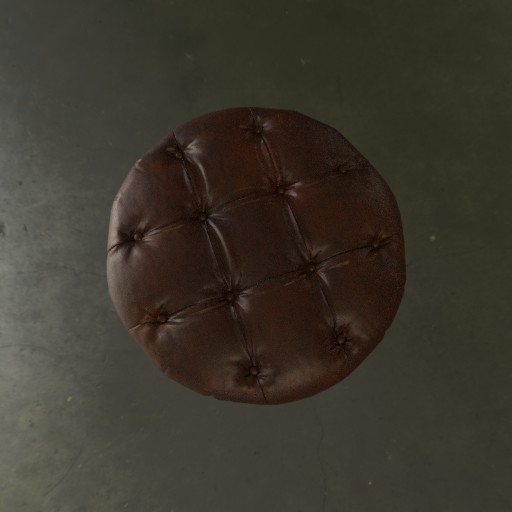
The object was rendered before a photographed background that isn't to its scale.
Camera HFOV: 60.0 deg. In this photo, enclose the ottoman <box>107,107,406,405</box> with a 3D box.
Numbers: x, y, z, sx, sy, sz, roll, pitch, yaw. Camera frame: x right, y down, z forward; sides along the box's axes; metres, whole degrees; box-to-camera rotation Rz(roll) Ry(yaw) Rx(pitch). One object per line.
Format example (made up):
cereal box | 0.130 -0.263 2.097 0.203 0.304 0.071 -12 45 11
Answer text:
ottoman | 0.000 0.000 1.428 0.901 0.455 0.901 0 76 0
